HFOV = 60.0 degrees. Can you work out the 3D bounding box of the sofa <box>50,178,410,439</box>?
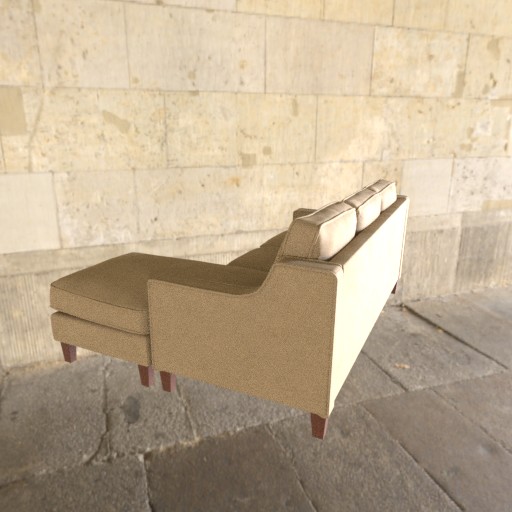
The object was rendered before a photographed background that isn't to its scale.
[{"bbox_3d":[0.000,0.000,3.338,1.858,1.066,2.317,8,18,25],"label":"sofa"}]
